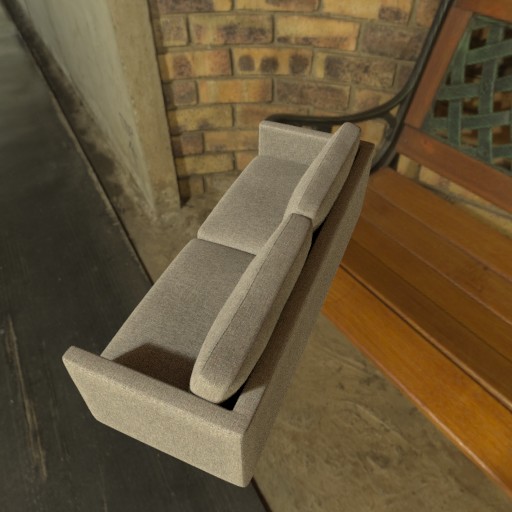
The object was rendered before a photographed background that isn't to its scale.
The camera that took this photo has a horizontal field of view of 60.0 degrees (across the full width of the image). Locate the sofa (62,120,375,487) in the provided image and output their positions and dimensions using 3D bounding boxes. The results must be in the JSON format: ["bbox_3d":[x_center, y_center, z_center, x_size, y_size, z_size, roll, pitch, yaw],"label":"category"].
[{"bbox_3d":[0.000,0.000,2.853,0.948,0.951,2.434,17,48,16],"label":"sofa"}]
